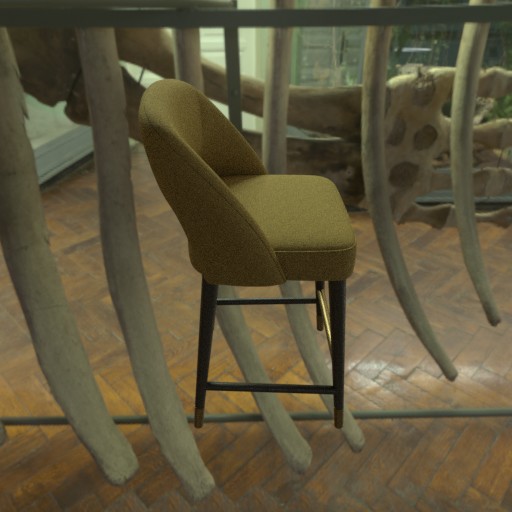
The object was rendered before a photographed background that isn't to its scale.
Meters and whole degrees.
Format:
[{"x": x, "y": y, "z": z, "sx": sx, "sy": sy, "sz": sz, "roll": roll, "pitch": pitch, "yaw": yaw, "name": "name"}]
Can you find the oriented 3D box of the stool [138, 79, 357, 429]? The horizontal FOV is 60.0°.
[{"x": 0.000, "y": 0.000, "z": 1.277, "sx": 0.522, "sy": 0.939, "sz": 0.536, "roll": 0, "pitch": 31, "yaw": 0, "name": "stool"}]
